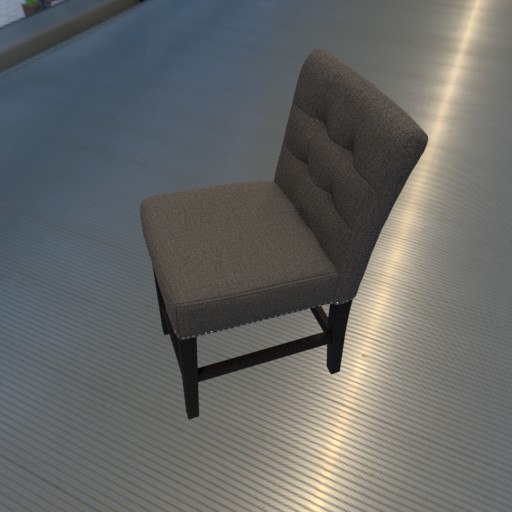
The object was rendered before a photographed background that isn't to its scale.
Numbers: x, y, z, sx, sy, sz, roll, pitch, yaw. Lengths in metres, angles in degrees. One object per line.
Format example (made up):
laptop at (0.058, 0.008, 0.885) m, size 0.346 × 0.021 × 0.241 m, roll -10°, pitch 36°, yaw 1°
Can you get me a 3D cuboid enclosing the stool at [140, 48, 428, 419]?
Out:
stool at (0.000, 0.000, 1.199) m, size 0.571 × 0.885 × 0.427 m, roll -16°, pitch 49°, yaw -14°
